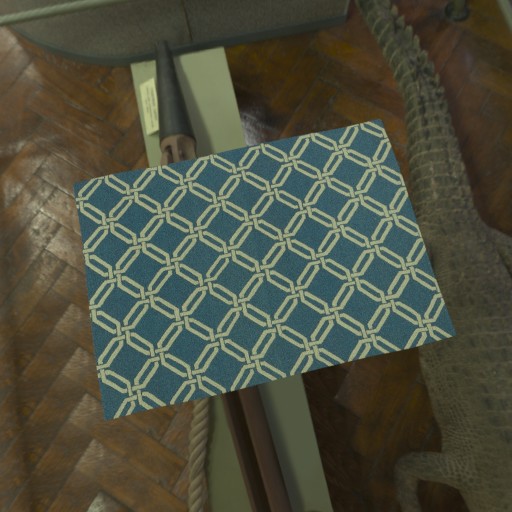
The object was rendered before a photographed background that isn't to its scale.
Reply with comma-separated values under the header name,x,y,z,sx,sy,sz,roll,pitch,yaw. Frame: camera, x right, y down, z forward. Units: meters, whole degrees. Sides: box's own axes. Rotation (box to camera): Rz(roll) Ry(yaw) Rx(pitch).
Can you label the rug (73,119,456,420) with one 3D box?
name,x,y,z,sx,sy,sz,roll,pitch,yaw
rug,0.000,0.000,2.783,2.135,0.013,1.524,-13,75,-3
